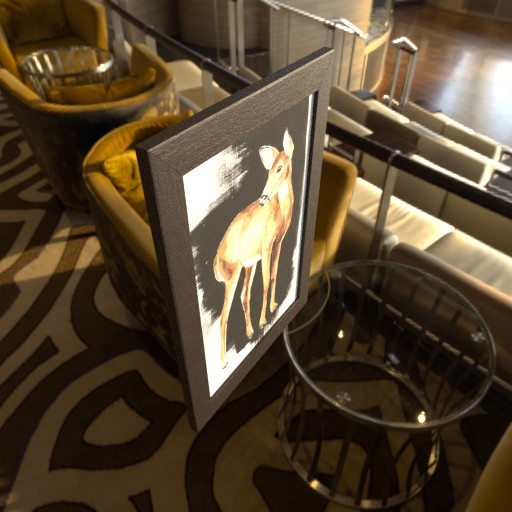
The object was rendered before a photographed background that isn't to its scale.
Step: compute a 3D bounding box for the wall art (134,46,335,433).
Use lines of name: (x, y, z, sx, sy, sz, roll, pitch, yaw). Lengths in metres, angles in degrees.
wall art: (0.000, 0.000, 0.675, 0.017, 0.513, 0.359, 25, 47, 26)
